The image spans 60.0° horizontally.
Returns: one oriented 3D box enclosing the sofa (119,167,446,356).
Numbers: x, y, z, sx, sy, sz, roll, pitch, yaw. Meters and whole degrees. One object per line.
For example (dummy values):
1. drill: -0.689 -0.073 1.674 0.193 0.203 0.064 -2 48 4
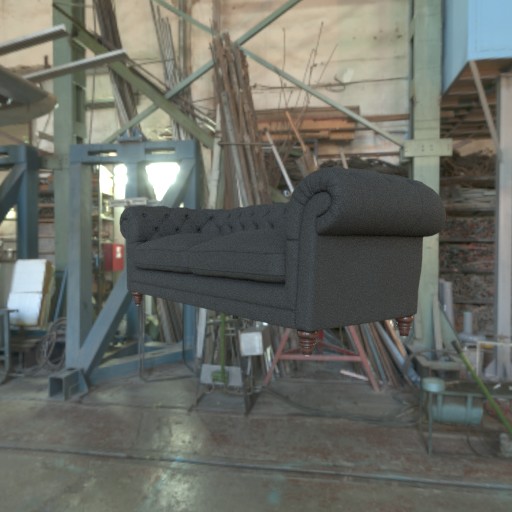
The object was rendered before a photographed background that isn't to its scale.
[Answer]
1. sofa: 0.000 0.000 2.789 0.991 0.762 2.362 -1 2 -36
